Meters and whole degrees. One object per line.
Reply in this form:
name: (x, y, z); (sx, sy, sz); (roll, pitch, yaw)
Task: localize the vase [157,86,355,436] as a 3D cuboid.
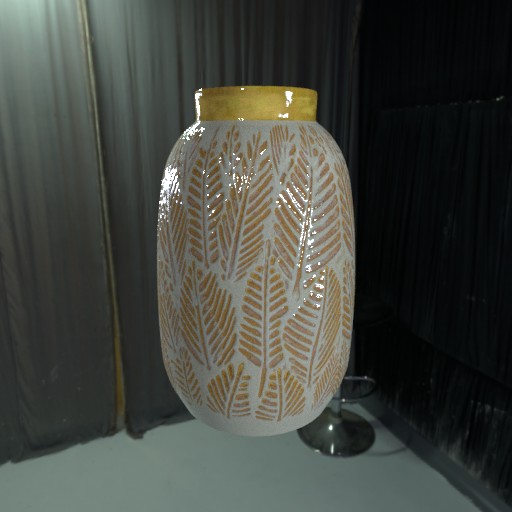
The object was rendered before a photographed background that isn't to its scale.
vase: (0.000, 0.000, 0.387); (0.172, 0.270, 0.172); (0, 15, 0)
